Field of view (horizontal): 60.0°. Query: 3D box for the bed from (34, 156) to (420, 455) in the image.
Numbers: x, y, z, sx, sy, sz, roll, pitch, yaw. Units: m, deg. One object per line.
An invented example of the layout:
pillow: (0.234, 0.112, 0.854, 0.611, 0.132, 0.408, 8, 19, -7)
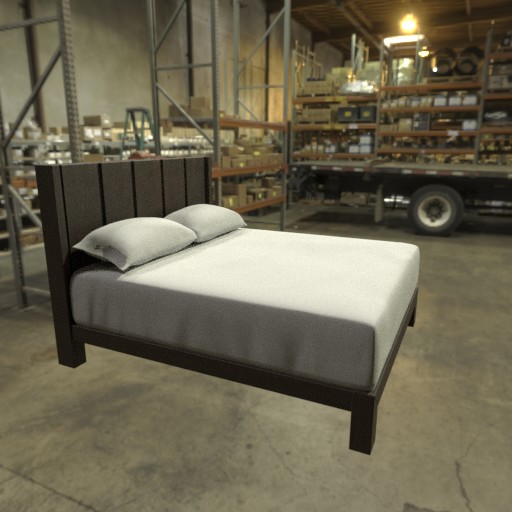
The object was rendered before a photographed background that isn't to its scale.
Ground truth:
bed: (0.000, 0.000, 3.042, 1.992, 1.261, 1.735, 7, 16, 25)
